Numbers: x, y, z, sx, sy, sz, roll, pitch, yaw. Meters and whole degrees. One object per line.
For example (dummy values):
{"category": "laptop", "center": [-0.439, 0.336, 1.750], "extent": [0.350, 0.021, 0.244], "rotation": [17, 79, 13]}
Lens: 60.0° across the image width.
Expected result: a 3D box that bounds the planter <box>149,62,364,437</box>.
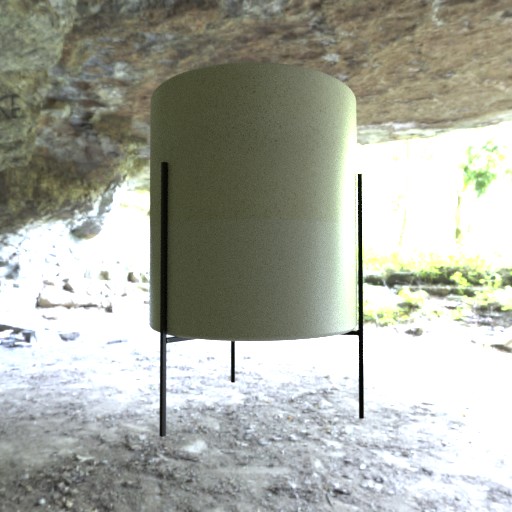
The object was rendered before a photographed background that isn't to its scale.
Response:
{"category": "planter", "center": [0.000, 0.000, 0.708], "extent": [0.333, 0.483, 0.324], "rotation": [0, -2, 16]}
